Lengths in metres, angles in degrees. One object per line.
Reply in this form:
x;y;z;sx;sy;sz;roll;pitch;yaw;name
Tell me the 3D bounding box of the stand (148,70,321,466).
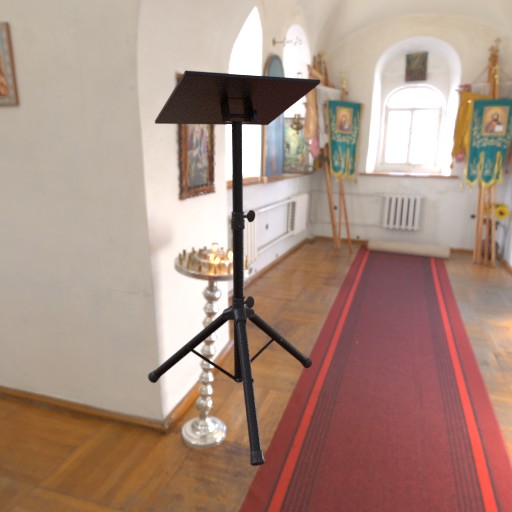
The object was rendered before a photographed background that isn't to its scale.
0.000;0.000;1.617;0.702;1.198;0.702;-8;17;-26;stand
